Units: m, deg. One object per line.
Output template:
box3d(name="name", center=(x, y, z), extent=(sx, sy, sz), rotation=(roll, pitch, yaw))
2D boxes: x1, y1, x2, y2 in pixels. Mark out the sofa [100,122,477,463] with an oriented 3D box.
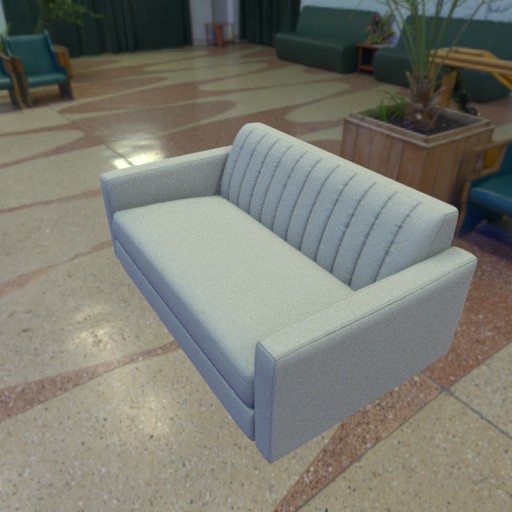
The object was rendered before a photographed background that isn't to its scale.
box3d(name="sofa", center=(0.000, 0.000, 2.083), extent=(0.950, 0.801, 1.585), rotation=(-20, 38, -28))
